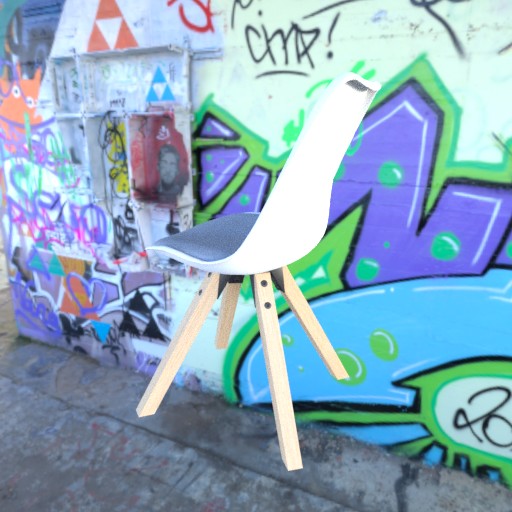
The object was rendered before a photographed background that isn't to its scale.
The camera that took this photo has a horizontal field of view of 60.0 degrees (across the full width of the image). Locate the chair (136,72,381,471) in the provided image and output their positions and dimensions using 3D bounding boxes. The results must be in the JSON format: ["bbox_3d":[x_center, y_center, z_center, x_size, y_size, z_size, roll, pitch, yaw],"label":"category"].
[{"bbox_3d":[0.000,0.000,1.156,0.550,0.850,0.485,8,19,25],"label":"chair"}]
